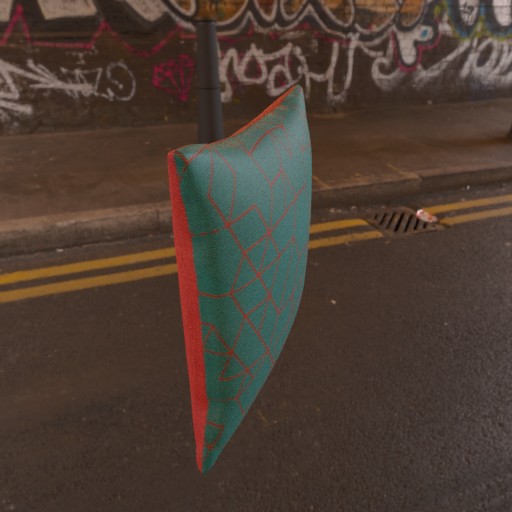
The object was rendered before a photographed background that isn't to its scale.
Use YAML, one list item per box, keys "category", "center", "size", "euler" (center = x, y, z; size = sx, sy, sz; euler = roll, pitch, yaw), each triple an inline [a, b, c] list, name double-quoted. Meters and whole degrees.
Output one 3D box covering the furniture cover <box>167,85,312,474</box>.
- category: "furniture cover"
  center: [0.000, 0.000, 0.781]
  size: [0.158, 0.508, 0.517]
  euler: [9, 30, 16]
